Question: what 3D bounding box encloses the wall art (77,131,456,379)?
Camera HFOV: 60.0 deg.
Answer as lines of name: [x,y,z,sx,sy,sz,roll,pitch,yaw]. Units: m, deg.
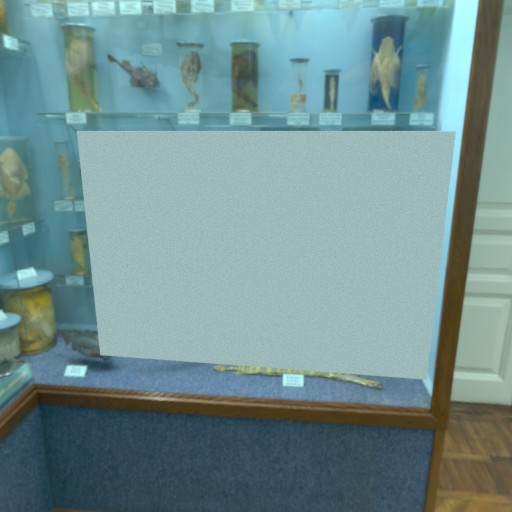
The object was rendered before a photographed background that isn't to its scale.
wall art: [0.000,0.000,1.664,1.308,0.902,0.051,2,16,8]
